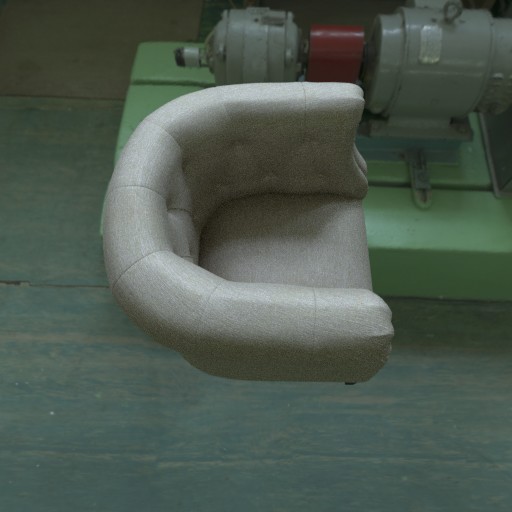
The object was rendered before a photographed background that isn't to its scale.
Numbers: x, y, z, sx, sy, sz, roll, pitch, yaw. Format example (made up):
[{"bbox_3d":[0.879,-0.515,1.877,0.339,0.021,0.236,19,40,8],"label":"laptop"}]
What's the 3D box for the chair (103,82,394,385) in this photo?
[{"bbox_3d":[0.000,0.000,1.546,0.852,0.827,0.905,1,64,0],"label":"chair"}]
